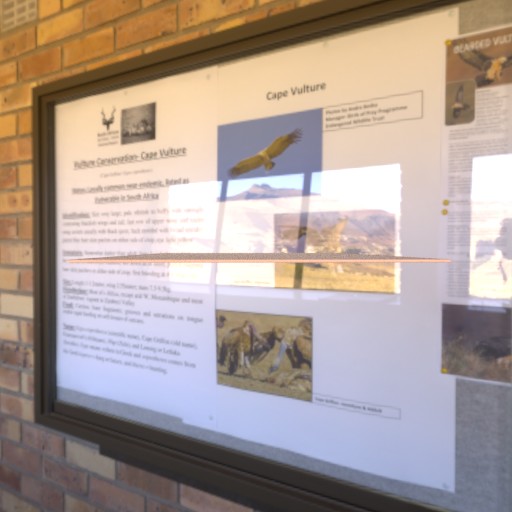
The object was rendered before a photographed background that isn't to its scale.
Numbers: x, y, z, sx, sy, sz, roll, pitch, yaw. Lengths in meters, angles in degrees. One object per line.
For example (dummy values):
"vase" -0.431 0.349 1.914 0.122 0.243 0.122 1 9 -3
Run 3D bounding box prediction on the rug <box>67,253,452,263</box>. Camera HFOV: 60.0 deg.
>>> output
"rug" 0.000 0.000 2.803 1.524 0.013 2.134 0 1 -1
